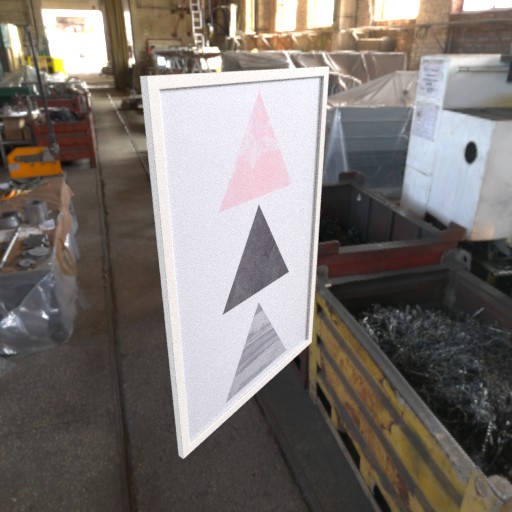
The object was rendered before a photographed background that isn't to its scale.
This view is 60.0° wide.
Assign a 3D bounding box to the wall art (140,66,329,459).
[{"bbox_3d":[0.000,0.000,0.849,0.013,0.656,0.456,18,30,34],"label":"wall art"}]
